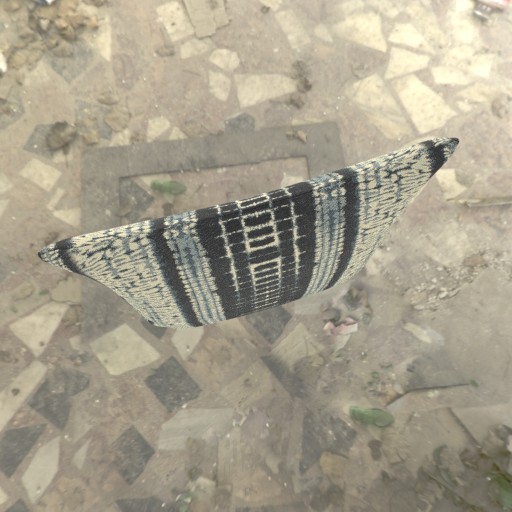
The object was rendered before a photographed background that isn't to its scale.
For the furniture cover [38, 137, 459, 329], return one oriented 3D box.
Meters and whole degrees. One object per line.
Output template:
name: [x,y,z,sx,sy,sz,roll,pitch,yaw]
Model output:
furniture cover: [0.000,0.000,0.634,0.425,0.435,0.133,-16,75,-4]
